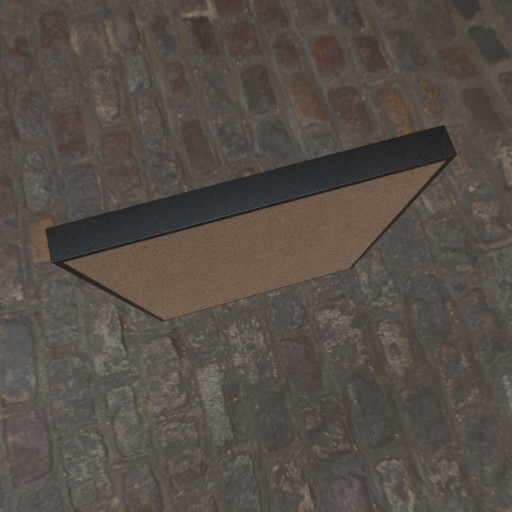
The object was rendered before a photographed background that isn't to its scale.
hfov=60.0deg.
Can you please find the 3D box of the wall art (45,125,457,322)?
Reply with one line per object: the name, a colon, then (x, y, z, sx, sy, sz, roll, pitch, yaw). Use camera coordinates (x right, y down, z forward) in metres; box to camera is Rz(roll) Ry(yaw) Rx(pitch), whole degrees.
wall art: (0.000, 0.000, 0.741, 0.448, 0.551, 0.038, -15, 76, -4)
